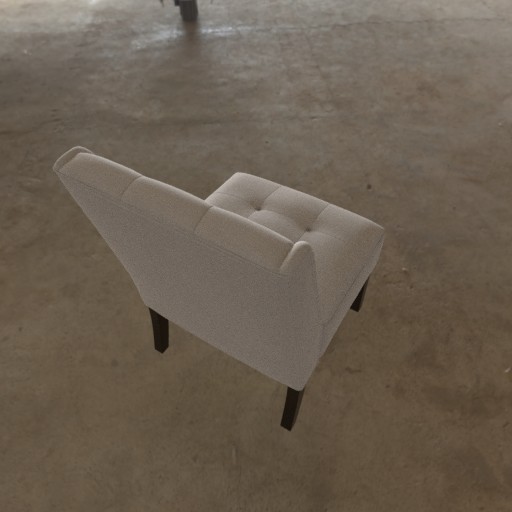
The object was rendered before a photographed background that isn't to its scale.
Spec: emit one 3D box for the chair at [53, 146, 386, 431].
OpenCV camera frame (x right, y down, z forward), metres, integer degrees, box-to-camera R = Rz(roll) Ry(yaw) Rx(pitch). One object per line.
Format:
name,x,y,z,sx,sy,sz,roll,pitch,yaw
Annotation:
chair,0.000,0.000,1.277,0.569,0.853,0.676,25,52,21
